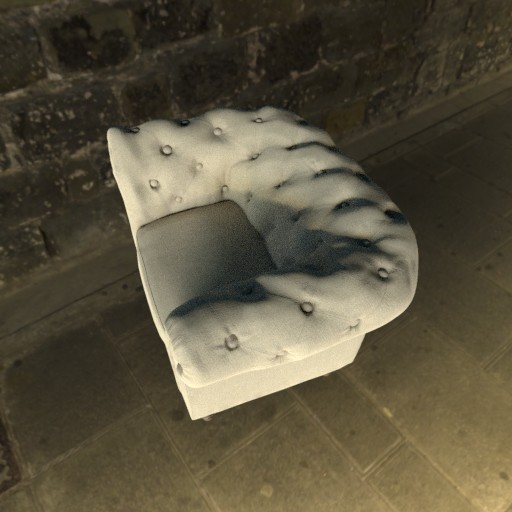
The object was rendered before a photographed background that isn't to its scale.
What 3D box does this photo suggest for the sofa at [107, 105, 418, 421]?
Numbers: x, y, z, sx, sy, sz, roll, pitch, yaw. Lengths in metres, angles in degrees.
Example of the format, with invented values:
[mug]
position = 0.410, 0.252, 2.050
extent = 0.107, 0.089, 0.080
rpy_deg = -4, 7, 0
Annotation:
[sofa]
position = 0.000, 0.000, 2.032
extent = 1.034, 0.878, 1.405
rpy_deg = -16, 48, -15
